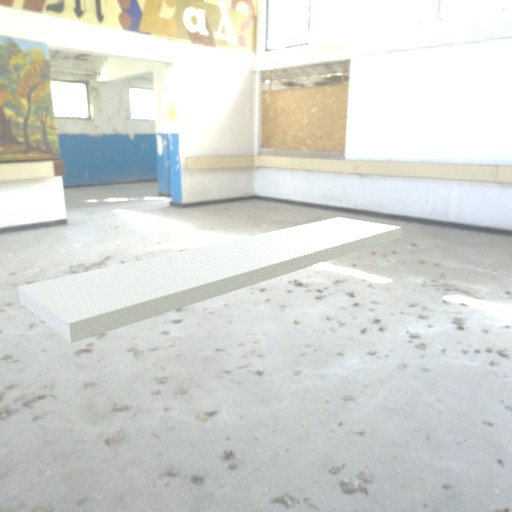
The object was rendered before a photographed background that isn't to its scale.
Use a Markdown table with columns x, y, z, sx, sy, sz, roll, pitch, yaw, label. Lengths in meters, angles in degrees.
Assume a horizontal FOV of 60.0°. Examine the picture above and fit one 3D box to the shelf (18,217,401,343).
| x | y | z | sx | sy | sz | roll | pitch | yaw | label |
| --- | --- | --- | --- | --- | --- | --- | --- | --- | --- |
| 0.000 | 0.000 | 0.656 | 0.610 | 0.020 | 0.140 | -15 | 21 | -43 | shelf |
